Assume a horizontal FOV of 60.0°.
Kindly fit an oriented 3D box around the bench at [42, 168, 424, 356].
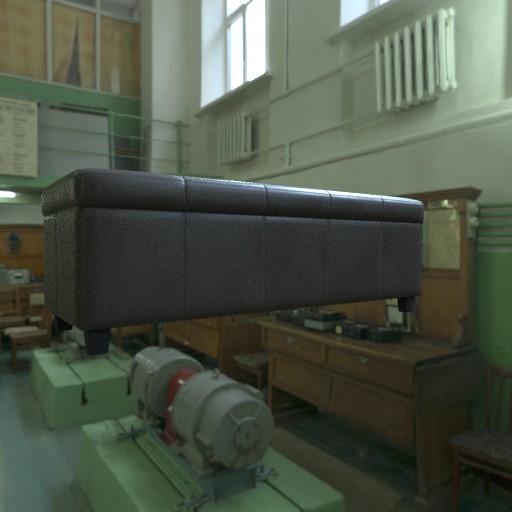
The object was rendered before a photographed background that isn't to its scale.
[{"bbox_3d":[0.000,0.000,1.446,1.219,0.417,0.450,-1,2,-35],"label":"bench"}]
